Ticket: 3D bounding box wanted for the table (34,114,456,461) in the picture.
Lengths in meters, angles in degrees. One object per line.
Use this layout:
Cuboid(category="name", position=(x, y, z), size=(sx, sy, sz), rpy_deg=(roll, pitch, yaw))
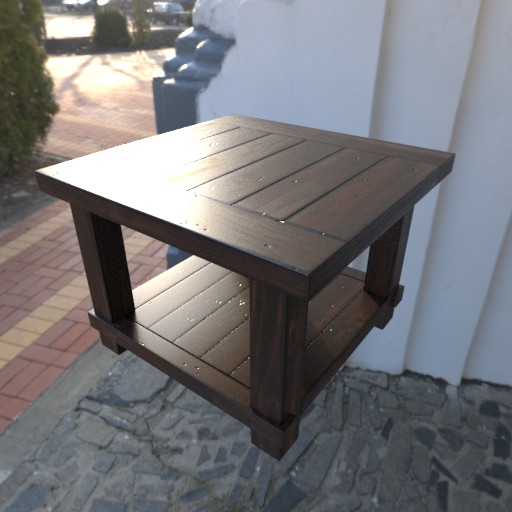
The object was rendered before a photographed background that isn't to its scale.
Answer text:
Cuboid(category="table", position=(0.000, 0.000, 0.994), size=(0.606, 0.437, 0.593), rpy_deg=(21, 36, 31))
